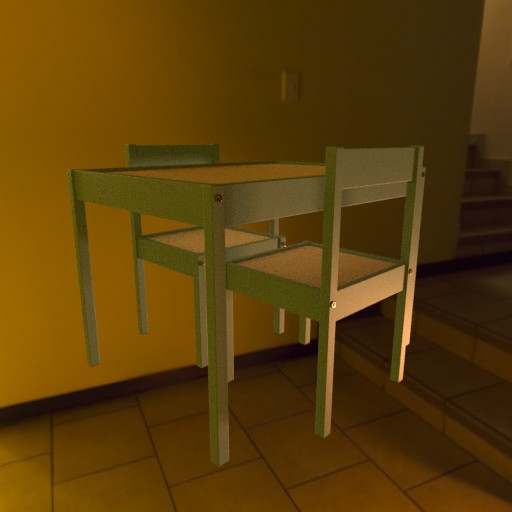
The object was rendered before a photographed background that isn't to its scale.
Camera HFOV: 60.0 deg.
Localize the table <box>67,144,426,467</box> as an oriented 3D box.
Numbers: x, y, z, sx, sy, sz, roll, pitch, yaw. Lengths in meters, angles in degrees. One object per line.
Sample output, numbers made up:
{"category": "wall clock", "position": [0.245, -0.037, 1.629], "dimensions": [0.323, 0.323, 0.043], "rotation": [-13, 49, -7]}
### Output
{"category": "table", "position": [0.000, 0.000, 1.033], "dimensions": [0.639, 0.503, 0.633], "rotation": [-14, 20, -43]}
